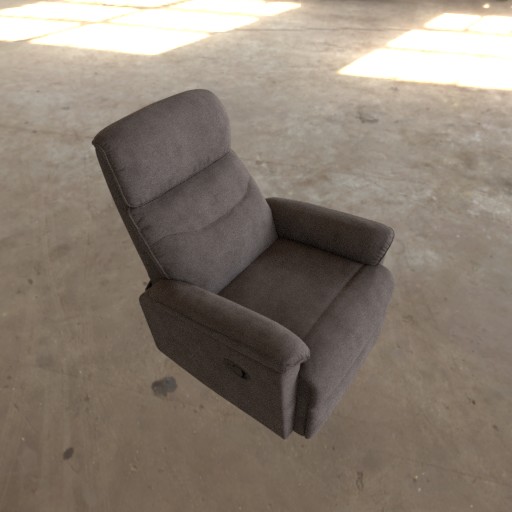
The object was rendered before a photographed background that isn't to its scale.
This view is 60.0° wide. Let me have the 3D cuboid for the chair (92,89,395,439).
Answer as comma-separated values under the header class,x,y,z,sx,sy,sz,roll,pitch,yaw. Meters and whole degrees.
class,x,y,z,sx,sy,sz,roll,pitch,yaw
chair,0.000,0.000,1.756,1.009,1.036,0.830,25,46,26
